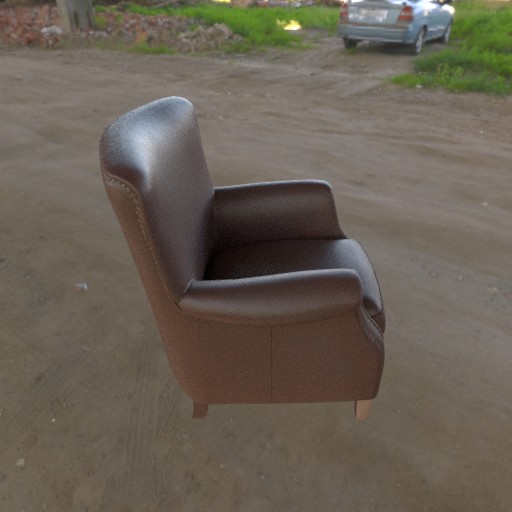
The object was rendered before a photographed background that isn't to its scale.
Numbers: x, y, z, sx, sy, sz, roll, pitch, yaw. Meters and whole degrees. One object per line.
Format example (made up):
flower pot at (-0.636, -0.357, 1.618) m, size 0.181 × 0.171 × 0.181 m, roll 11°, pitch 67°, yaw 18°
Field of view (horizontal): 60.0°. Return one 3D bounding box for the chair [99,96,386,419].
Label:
chair at (0.000, 0.000, 1.316) m, size 0.746 × 0.800 × 0.700 m, roll 1°, pitch 32°, yaw 1°
